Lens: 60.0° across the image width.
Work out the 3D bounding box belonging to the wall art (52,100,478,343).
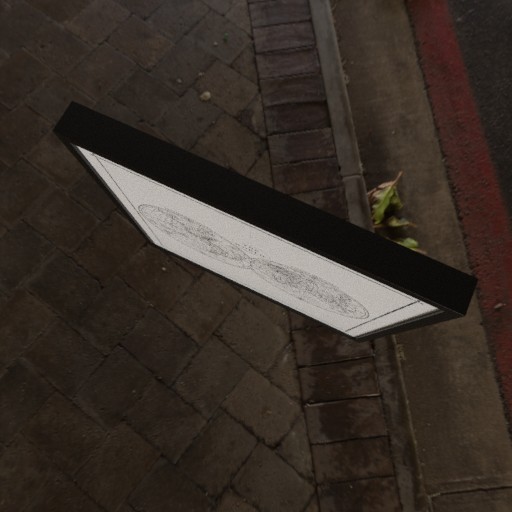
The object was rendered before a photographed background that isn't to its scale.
[{"bbox_3d":[0.000,0.000,0.475,0.327,0.318,0.029,25,77,6],"label":"wall art"}]
